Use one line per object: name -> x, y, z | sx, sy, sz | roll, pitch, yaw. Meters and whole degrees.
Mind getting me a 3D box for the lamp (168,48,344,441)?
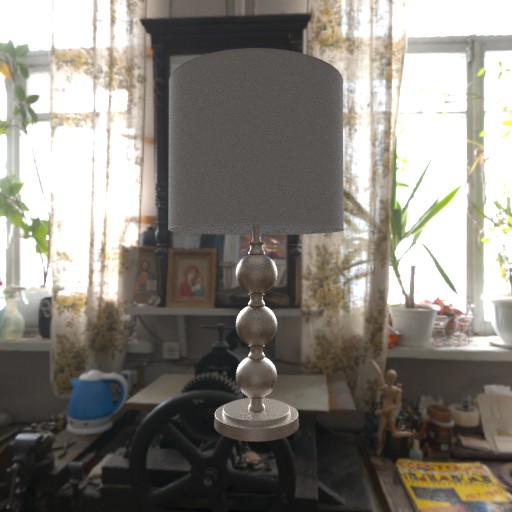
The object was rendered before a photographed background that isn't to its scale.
lamp -> 0.000, 0.000, 0.710 | 0.277, 0.538, 0.277 | 0, 0, -35
